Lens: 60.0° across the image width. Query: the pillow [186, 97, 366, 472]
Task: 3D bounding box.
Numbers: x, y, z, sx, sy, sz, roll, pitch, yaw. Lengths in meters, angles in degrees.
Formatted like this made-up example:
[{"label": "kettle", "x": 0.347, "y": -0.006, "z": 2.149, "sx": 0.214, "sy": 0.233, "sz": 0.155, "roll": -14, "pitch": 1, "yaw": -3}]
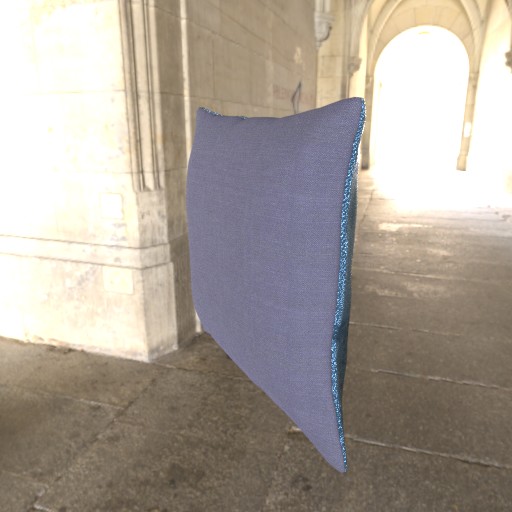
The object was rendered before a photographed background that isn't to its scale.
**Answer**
[{"label": "pillow", "x": 0.000, "y": 0.000, "z": 0.651, "sx": 0.138, "sy": 0.430, "sz": 0.436, "roll": -8, "pitch": 18, "yaw": -27}]
